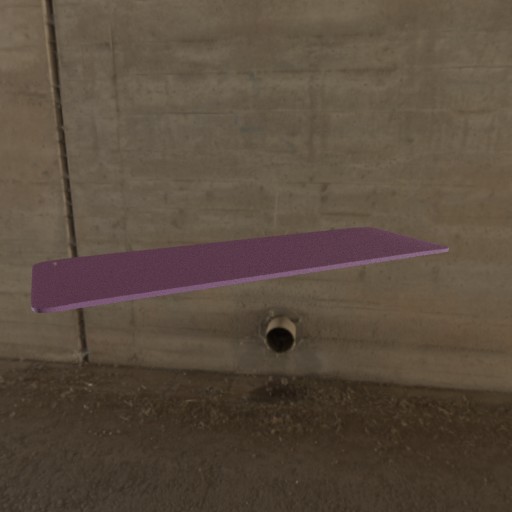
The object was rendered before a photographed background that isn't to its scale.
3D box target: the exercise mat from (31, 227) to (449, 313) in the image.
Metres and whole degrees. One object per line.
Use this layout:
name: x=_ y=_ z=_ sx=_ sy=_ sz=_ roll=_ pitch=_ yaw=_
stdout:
exercise mat: x=0.000 y=0.000 z=2.050 sx=1.869 sy=0.021 sz=0.616 roll=-7 pitch=17 yaw=-25
